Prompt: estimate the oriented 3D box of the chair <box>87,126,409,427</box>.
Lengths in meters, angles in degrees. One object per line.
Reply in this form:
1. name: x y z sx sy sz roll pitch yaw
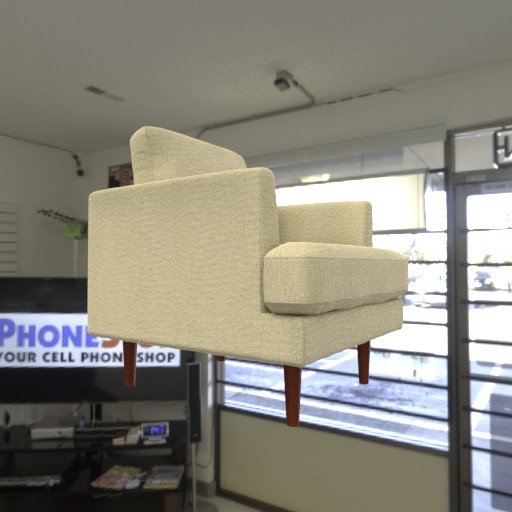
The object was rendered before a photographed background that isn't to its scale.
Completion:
1. chair: 0.000 0.000 1.643 0.899 0.957 0.858 -1 -1 35
